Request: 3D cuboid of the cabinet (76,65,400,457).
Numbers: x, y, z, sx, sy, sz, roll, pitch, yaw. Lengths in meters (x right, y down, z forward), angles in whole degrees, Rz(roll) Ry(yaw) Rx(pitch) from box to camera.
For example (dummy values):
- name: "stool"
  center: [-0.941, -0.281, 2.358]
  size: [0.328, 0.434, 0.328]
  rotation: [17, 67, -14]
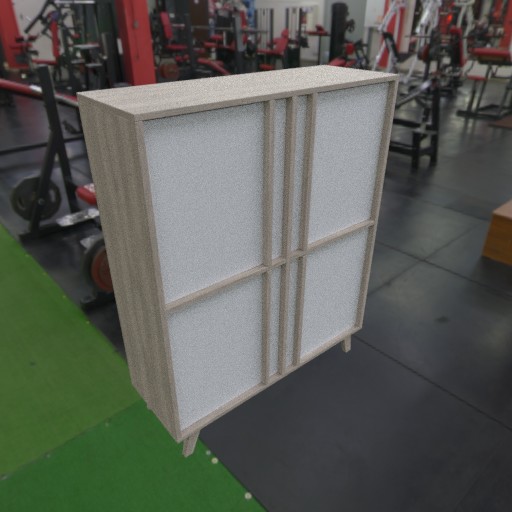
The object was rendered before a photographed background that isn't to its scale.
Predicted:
- name: "cabinet"
  center: [0.000, 0.000, 1.885]
  size: [1.111, 1.388, 0.398]
  rotation: [-22, 36, -33]
